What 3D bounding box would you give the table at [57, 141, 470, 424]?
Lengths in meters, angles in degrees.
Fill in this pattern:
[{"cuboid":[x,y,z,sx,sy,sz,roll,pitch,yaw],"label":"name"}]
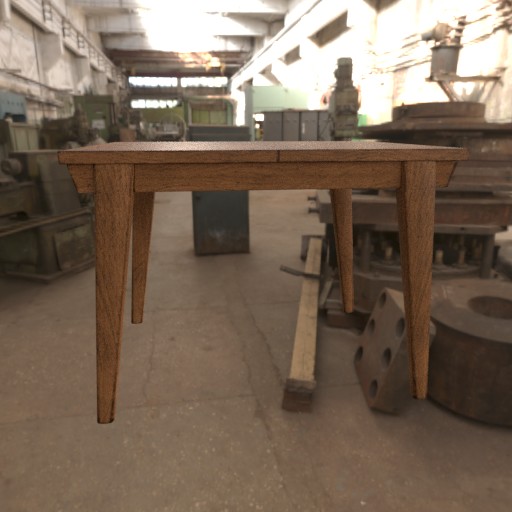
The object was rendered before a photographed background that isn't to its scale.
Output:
[{"cuboid":[0.000,0.000,1.558,1.027,0.760,0.757,-2,16,-7],"label":"table"}]
